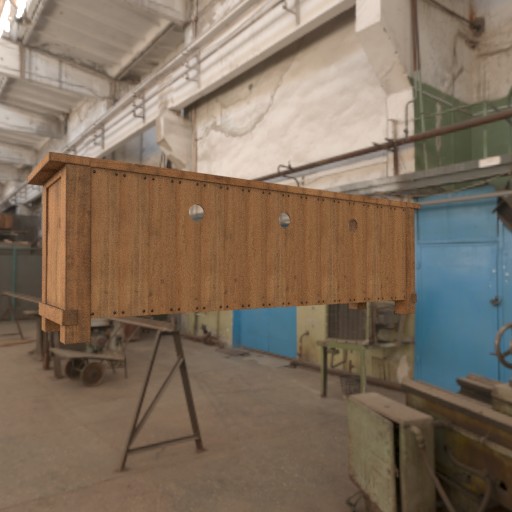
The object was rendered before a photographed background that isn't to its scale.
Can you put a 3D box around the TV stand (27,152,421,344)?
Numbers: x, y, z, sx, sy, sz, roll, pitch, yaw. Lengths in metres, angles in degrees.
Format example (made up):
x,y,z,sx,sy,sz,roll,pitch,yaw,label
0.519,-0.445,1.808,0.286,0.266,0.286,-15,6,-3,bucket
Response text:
x,y,z,sx,sy,sz,roll,pitch,yaw,label
0.000,0.000,1.997,1.804,0.573,0.453,1,-2,-35,TV stand
